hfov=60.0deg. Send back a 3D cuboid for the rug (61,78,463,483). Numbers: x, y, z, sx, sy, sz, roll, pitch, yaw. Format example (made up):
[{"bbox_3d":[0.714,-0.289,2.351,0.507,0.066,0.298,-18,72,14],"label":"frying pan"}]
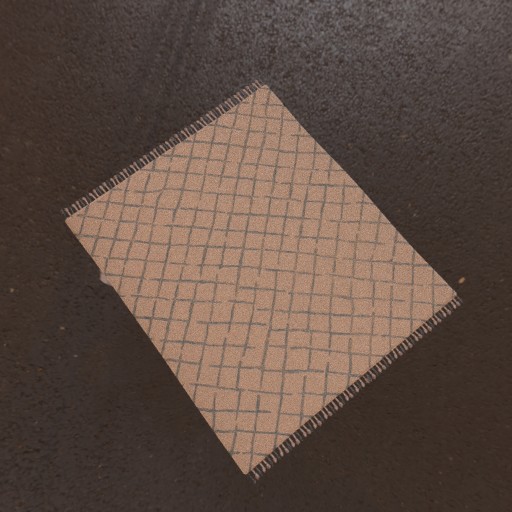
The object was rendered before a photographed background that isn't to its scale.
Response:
[{"bbox_3d":[0.000,0.000,4.889,2.892,0.036,3.585,-37,78,-9],"label":"rug"}]
